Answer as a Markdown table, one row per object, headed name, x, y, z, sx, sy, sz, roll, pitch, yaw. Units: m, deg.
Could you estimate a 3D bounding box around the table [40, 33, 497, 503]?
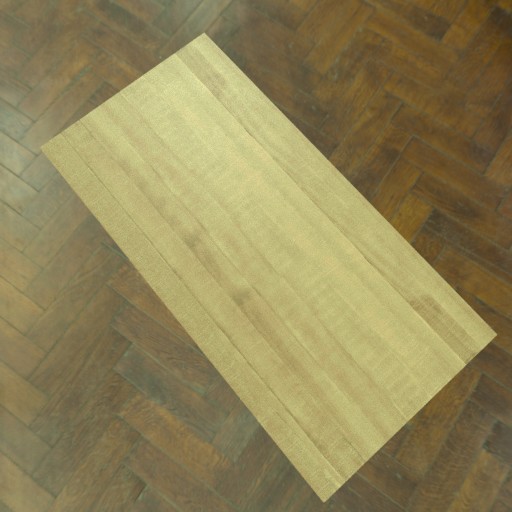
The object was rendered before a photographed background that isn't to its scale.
| name | x | y | z | sx | sy | sz | roll | pitch | yaw |
| --- | --- | --- | --- | --- | --- | --- | --- | --- | --- |
| table | 0.000 | 0.000 | 1.290 | 0.551 | 0.399 | 1.100 | -39 | 79 | -9 |
